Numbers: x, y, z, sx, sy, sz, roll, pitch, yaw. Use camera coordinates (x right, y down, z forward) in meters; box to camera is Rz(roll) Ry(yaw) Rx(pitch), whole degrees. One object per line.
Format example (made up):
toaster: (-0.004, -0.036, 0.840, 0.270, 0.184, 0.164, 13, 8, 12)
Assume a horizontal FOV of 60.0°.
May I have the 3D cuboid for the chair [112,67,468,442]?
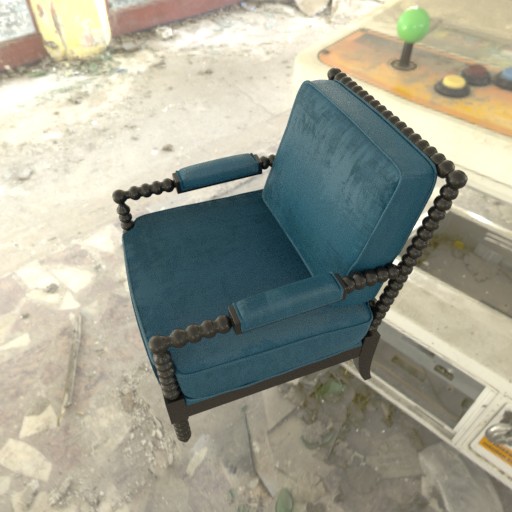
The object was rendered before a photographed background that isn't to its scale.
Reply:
chair: (0.000, 0.000, 1.400, 0.805, 0.857, 0.688, -15, 48, -14)
